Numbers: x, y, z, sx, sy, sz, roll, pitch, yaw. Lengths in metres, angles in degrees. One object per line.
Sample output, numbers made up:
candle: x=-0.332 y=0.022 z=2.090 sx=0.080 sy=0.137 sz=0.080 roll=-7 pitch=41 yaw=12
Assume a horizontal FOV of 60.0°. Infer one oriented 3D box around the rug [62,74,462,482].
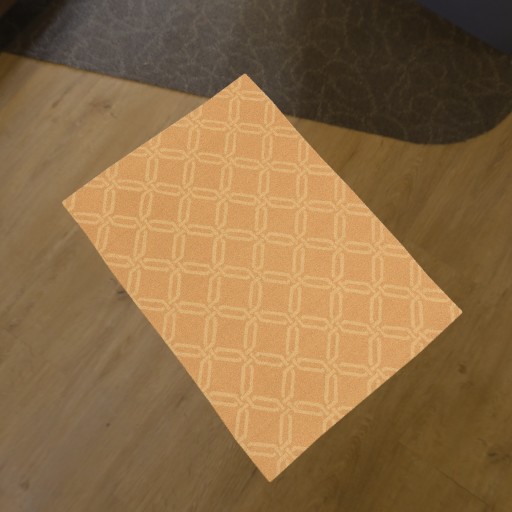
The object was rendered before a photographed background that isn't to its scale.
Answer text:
rug: x=0.000 y=0.000 z=2.764 sx=1.524 sy=0.013 sz=2.135 roll=-38 pitch=79 yaw=-8
